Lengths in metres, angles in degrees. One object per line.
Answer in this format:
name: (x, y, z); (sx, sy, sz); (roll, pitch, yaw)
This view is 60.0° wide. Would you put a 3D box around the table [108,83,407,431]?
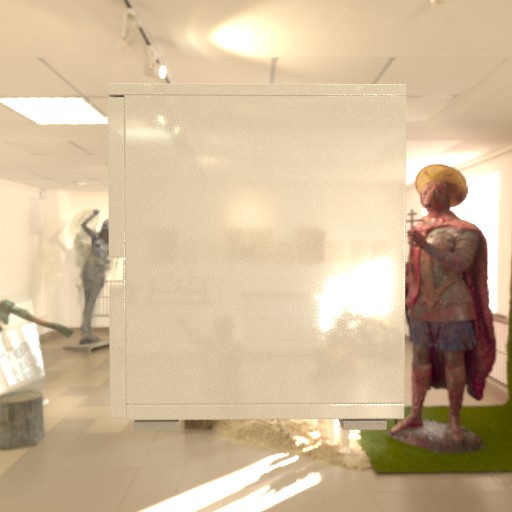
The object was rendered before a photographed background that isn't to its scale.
table: (0.000, 0.000, 0.807); (0.400, 0.470, 0.420); (0, 1, -1)
